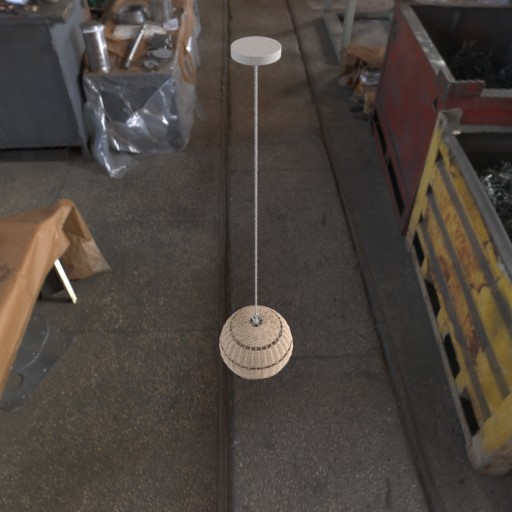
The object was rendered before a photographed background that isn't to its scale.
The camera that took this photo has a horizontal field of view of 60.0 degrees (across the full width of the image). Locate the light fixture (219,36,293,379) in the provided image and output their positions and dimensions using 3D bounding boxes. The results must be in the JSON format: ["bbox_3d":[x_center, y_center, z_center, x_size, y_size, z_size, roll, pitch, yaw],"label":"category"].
[{"bbox_3d":[0.000,0.000,2.198,0.457,2.019,0.457,-28,53,-24],"label":"light fixture"}]
